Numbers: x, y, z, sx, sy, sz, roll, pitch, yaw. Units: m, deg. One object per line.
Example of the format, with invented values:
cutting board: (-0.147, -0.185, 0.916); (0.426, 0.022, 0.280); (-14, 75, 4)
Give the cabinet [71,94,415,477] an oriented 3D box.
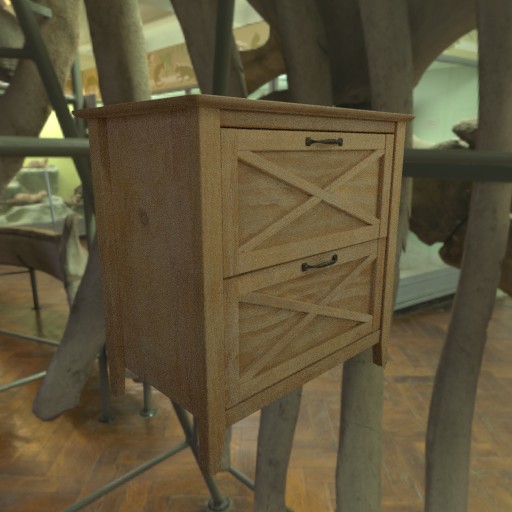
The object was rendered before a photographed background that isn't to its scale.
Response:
cabinet: (0.000, 0.000, 1.240); (0.763, 0.762, 0.503); (-13, 19, -43)
